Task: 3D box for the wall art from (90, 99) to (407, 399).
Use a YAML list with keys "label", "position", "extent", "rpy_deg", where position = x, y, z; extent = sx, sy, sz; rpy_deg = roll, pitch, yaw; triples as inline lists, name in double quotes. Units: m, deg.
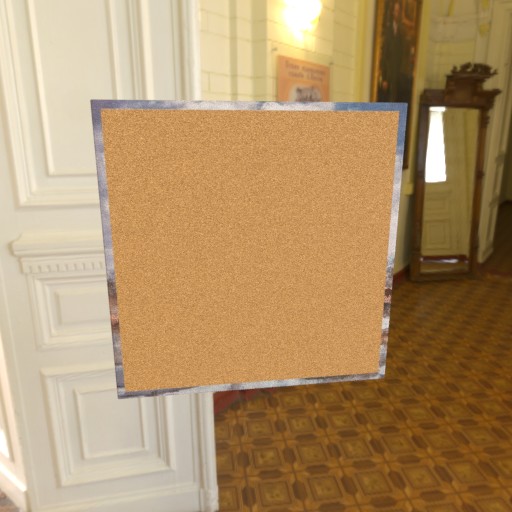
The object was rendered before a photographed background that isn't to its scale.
- label: "wall art"
  position: [0.000, 0.000, 1.547]
  extent: [1.010, 1.020, 0.040]
  rpy_deg: [-2, 15, -8]
